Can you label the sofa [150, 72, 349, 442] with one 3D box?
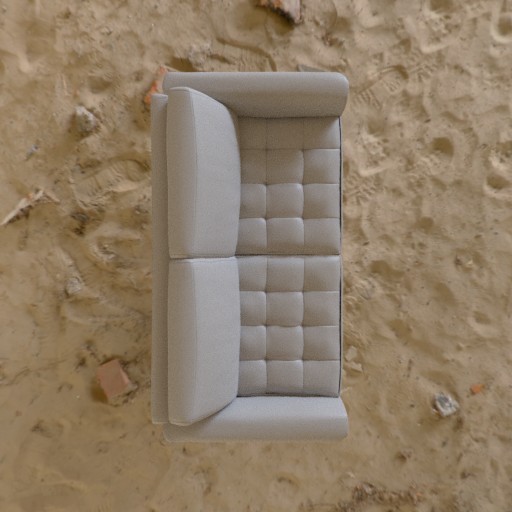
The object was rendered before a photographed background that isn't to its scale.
[{"bbox_3d":[0.000,0.000,2.698,1.121,0.930,2.177,0,90,1],"label":"sofa"}]
